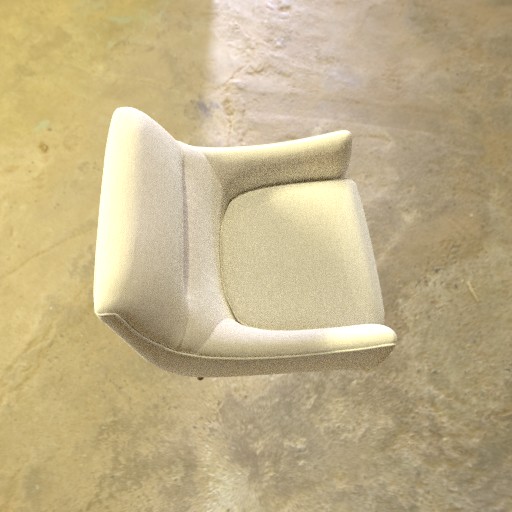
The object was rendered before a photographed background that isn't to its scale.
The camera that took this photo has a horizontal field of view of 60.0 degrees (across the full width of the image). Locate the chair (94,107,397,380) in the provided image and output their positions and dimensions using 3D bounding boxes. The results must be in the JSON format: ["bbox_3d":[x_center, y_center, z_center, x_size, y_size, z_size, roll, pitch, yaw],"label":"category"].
[{"bbox_3d":[0.000,0.000,1.461,0.787,0.838,0.762,-4,64,-2],"label":"chair"}]
